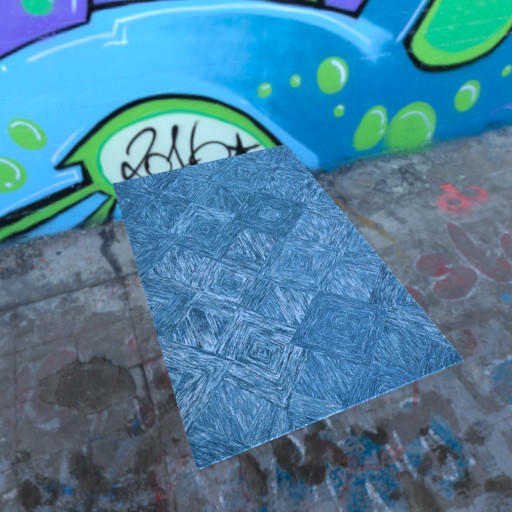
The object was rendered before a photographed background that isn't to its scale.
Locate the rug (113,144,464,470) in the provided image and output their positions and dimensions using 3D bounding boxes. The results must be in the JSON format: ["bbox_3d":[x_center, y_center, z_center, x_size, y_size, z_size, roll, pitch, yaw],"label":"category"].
[{"bbox_3d":[0.000,0.000,2.916,1.490,0.015,2.277,-16,48,-15],"label":"rug"}]
